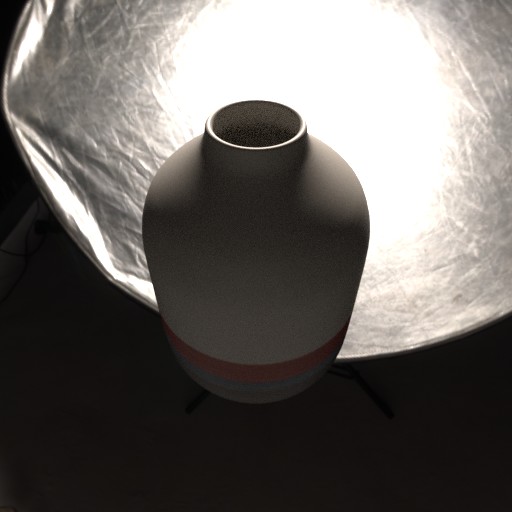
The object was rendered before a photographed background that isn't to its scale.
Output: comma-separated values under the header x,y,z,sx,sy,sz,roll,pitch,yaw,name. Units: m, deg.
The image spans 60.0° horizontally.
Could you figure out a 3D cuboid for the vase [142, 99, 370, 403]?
x,y,z,sx,sy,sz,roll,pitch,yaw,name
0.000,0.000,0.359,0.169,0.237,0.169,0,46,0,vase
